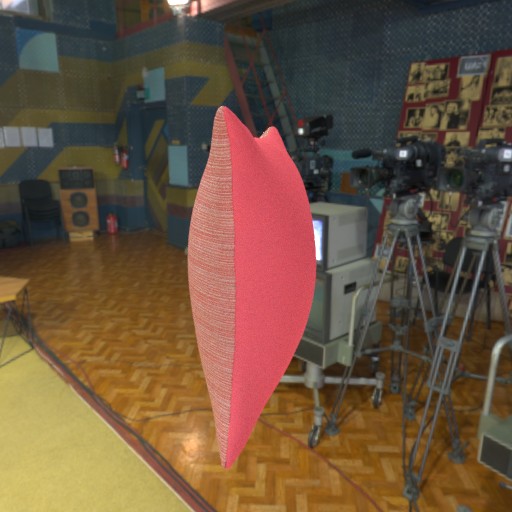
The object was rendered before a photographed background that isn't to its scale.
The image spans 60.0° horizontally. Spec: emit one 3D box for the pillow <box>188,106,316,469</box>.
[{"bbox_3d":[0.000,0.000,0.842,0.229,0.501,0.559,2,14,8],"label":"pillow"}]
